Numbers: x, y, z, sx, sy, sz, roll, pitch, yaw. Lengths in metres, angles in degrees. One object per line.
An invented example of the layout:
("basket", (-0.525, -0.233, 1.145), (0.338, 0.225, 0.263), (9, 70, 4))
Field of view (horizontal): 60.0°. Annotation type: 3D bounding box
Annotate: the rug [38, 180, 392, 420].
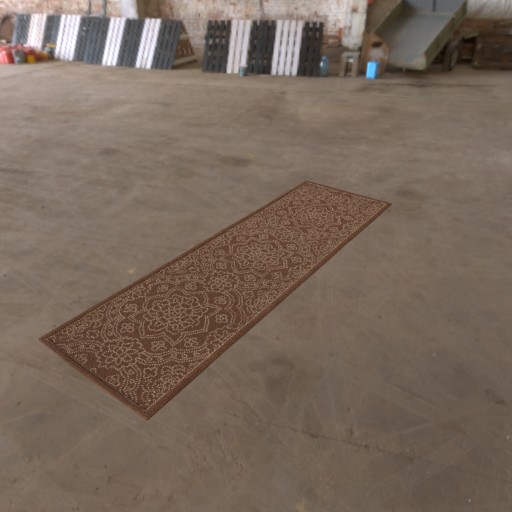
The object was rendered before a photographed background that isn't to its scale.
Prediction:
("rug", (0.000, 0.000, 2.736), (0.769, 0.012, 2.448), (22, 38, 31))
